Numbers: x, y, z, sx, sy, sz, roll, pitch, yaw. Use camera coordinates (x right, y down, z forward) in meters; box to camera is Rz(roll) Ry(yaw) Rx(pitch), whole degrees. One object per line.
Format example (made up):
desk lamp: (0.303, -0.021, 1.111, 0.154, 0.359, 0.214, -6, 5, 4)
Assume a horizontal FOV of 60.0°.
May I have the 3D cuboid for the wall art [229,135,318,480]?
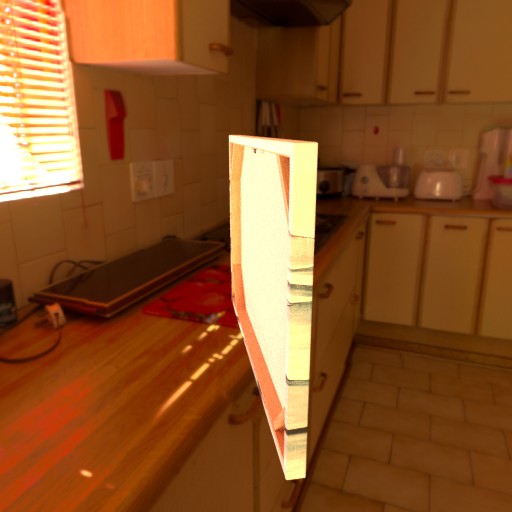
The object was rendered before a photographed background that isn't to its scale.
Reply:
wall art: (0.000, 0.000, 1.176, 0.039, 0.609, 0.914, -3, 16, -9)
